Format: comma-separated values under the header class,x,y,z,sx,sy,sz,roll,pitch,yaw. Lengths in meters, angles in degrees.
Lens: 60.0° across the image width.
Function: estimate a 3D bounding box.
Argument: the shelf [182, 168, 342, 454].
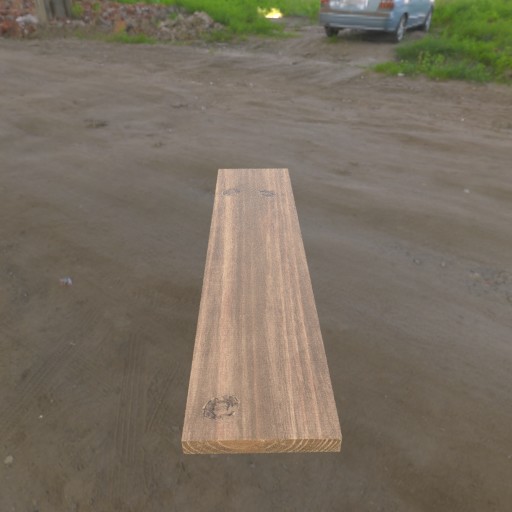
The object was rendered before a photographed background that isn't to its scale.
class,x,y,z,sx,sy,sz,roll,pitch,yaw
shelf,0.000,0.000,0.645,0.140,0.020,0.610,-1,33,-1
